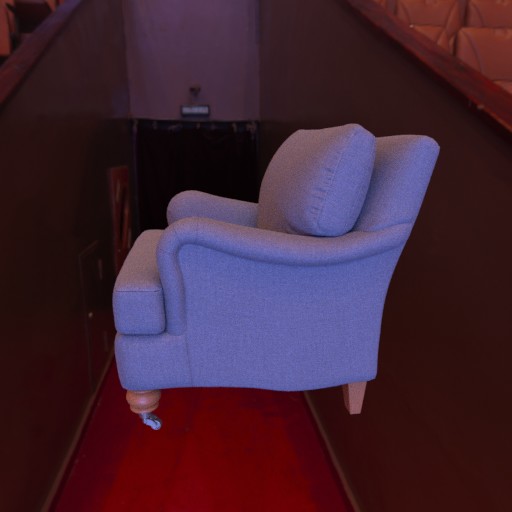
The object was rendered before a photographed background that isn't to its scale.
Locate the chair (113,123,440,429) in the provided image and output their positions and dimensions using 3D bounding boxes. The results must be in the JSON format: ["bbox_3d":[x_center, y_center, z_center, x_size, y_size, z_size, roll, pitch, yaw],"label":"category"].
[{"bbox_3d":[0.000,0.000,1.857,1.070,1.038,0.955,-2,14,-8],"label":"chair"}]
